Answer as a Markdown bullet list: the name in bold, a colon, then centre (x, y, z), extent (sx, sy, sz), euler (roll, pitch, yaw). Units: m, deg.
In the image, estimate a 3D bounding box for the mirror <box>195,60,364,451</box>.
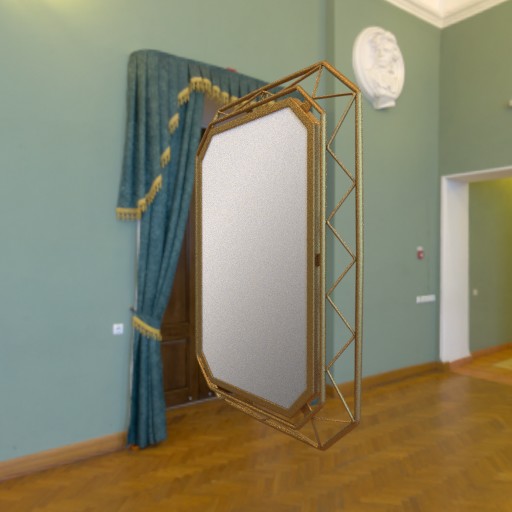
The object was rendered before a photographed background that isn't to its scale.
- **mirror**: centre (0.000, 0.000, 0.734), extent (0.042, 0.566, 0.417), euler (-1, 1, -37)
